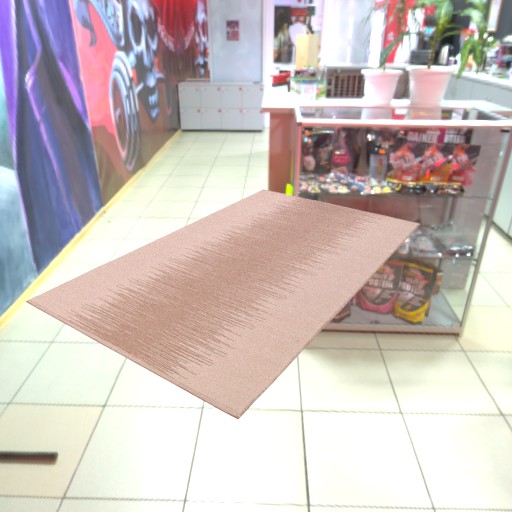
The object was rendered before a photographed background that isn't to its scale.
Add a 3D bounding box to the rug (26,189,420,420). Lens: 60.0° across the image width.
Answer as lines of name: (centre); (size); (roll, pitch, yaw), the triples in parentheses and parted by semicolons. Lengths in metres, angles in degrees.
rug: (0.000, 0.000, 3.042); (1.522, 0.012, 2.440); (17, 32, 31)
